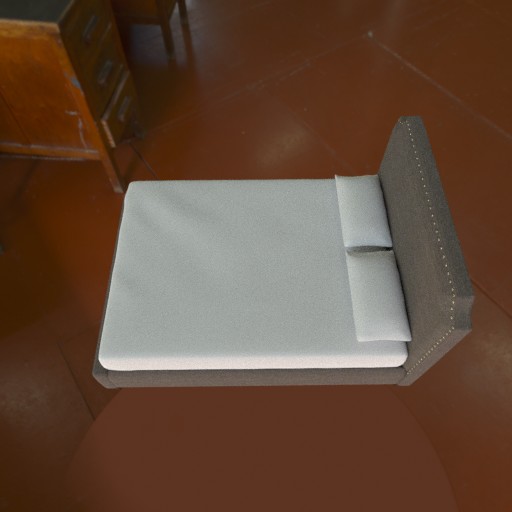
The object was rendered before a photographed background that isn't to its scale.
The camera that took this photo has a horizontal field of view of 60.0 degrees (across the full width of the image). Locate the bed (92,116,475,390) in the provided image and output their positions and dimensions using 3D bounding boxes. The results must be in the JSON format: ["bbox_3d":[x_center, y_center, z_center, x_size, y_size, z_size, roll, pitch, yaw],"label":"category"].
[{"bbox_3d":[0.000,0.000,3.393,2.381,1.457,1.713,-1,59,0],"label":"bed"}]
